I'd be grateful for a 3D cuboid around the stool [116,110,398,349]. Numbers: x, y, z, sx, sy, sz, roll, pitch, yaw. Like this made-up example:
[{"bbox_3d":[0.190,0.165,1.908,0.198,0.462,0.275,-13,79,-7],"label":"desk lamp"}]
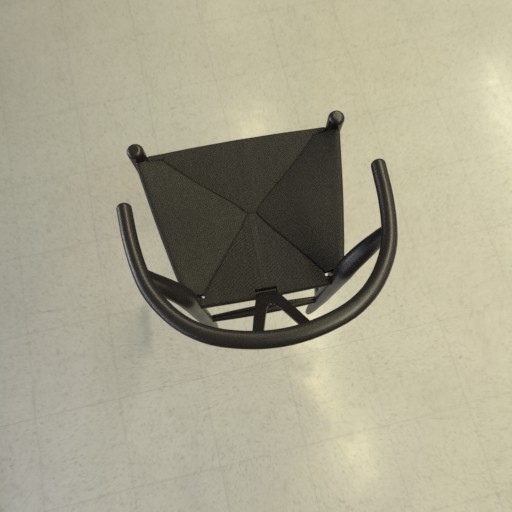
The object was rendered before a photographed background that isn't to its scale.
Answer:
[{"bbox_3d":[0.000,0.000,1.291,0.569,0.970,0.579,-10,75,-3],"label":"stool"}]
